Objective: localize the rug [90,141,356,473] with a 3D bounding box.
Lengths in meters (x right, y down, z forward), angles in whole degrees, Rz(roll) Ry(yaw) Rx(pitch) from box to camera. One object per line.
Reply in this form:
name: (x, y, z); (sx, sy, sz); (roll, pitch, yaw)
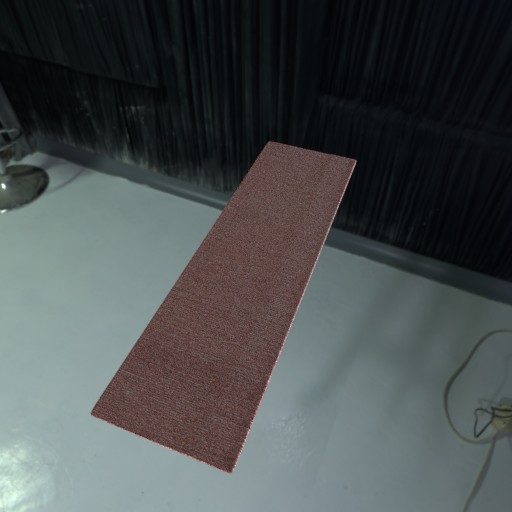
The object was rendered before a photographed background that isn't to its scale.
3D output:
rug: (0.000, 0.000, 2.598); (0.687, 0.012, 2.307); (16, 49, 14)
